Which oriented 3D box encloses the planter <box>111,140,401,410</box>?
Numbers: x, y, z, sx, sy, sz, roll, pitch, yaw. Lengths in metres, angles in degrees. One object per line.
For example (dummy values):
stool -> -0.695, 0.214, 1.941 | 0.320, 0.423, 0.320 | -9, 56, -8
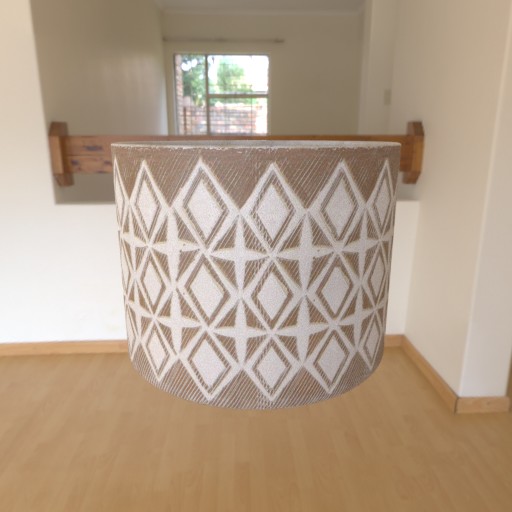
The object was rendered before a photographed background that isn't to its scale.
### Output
planter -> 0.000, 0.000, 0.330 | 0.193, 0.165, 0.193 | 0, 15, 0
